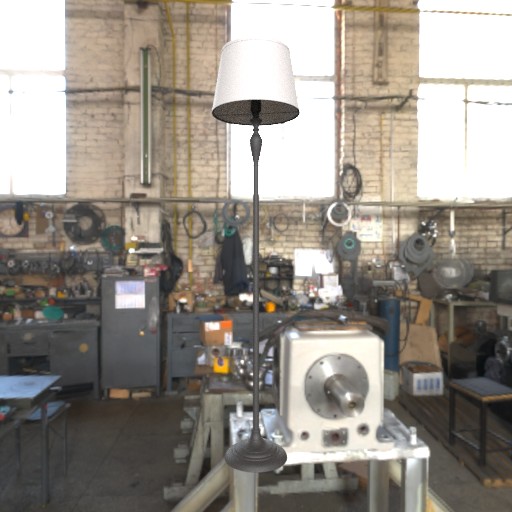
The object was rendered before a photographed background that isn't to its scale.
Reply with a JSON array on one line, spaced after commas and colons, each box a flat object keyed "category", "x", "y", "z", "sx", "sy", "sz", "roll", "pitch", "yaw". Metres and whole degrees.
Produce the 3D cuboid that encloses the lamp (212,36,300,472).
[{"category": "lamp", "x": 0.000, "y": 0.000, "z": 1.650, "sx": 0.327, "sy": 1.506, "sz": 0.327, "roll": -1, "pitch": 1, "yaw": -37}]
